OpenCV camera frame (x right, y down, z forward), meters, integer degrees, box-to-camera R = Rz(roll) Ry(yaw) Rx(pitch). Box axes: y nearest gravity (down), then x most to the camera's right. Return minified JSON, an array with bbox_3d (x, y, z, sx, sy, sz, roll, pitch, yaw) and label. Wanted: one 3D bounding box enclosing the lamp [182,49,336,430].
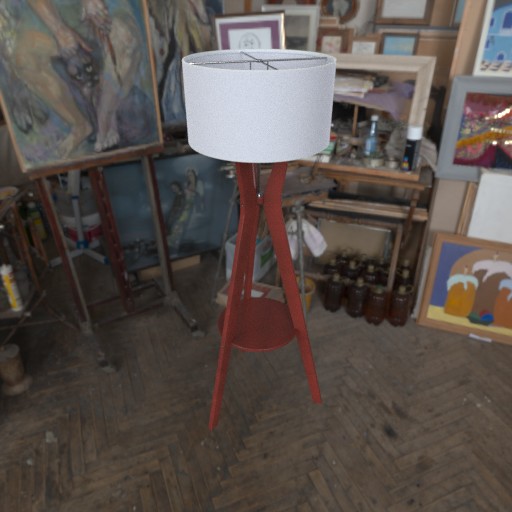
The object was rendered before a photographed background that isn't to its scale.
[{"bbox_3d":[0.000,0.000,1.780,0.539,1.472,0.542,-9,32,-14],"label":"lamp"}]
